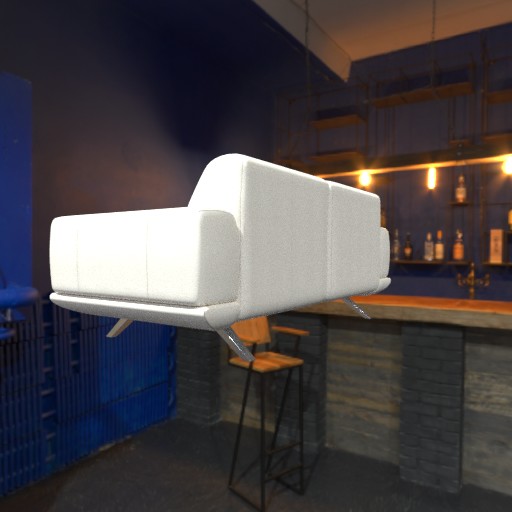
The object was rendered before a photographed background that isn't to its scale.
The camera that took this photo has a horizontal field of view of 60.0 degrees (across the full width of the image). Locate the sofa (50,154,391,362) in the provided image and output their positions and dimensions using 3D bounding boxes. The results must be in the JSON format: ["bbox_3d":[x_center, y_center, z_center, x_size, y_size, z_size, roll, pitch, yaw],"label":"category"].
[{"bbox_3d":[0.000,0.000,2.424,0.900,0.772,1.901,1,1,35],"label":"sofa"}]
